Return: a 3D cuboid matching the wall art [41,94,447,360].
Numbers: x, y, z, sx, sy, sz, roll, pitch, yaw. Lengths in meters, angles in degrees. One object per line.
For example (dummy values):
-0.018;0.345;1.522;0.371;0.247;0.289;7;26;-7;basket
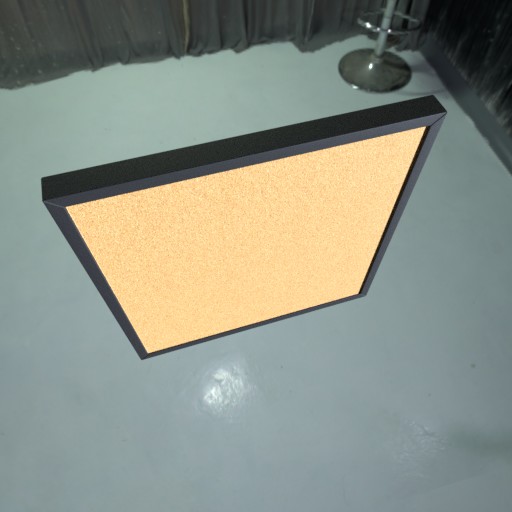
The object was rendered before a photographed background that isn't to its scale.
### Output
0.000;0.000;0.754;0.508;0.508;0.037;-15;58;-9;wall art
